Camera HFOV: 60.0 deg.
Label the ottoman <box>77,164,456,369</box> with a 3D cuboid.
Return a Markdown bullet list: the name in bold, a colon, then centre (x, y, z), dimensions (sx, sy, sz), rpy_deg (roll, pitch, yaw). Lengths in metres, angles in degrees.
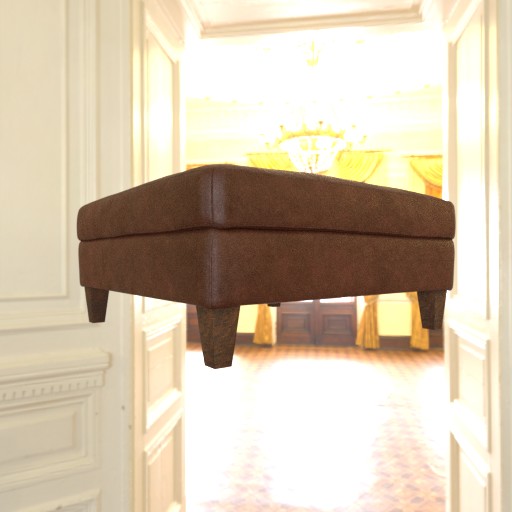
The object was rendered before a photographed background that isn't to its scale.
- **ottoman**: centre (0.000, 0.000, 1.329), dimensions (0.844, 0.415, 0.836), rpy_deg (0, 0, -37)
